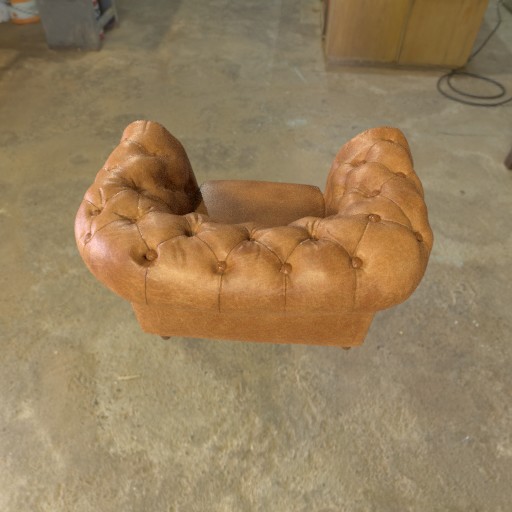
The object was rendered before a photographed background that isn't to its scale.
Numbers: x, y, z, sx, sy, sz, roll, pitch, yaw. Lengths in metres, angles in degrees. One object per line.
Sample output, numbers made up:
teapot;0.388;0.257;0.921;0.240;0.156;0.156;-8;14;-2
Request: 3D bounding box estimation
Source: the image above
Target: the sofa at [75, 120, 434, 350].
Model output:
sofa;0.000;0.000;2.046;1.405;0.878;1.033;3;45;3
